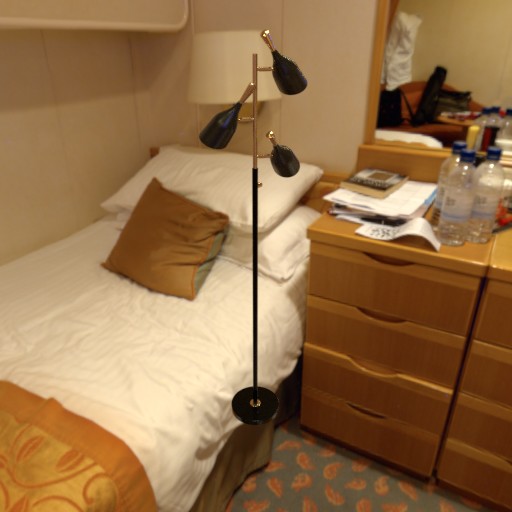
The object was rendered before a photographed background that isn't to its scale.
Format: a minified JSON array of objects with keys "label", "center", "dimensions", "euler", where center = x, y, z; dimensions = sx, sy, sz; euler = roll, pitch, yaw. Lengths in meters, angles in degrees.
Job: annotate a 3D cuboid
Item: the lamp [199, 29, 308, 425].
[{"label":"lamp","center":[0.000,0.000,1.956],"dimensions":[0.434,1.778,0.253],"euler":[-8,27,-15]}]
